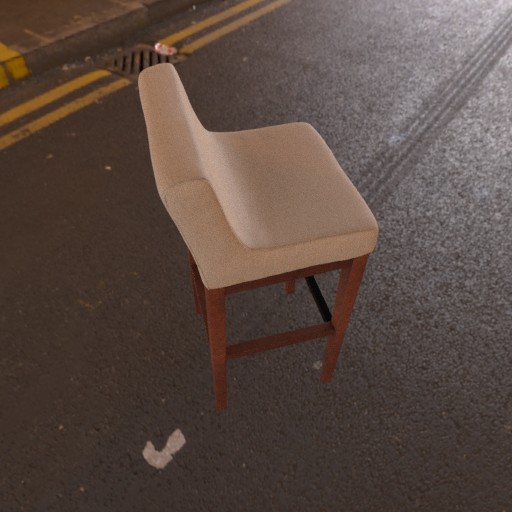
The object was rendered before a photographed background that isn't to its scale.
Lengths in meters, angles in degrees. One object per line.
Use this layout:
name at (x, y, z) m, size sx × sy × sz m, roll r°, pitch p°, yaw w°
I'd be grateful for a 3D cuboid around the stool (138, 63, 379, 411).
stool at (0.000, 0.000, 1.369) m, size 0.500 × 1.037 × 0.511 m, roll -11°, pitch 48°, yaw -10°
